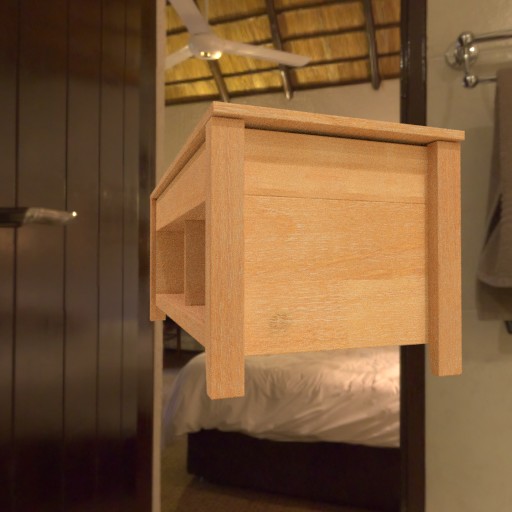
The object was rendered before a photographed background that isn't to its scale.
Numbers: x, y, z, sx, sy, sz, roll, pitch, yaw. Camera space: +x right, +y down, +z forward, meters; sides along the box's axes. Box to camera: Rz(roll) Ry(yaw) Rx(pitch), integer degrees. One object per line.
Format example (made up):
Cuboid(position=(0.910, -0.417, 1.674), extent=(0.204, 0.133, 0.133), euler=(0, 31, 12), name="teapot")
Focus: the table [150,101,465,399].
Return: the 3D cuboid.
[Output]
Cuboid(position=(0.000, 0.000, 1.231), extent=(0.483, 0.457, 1.016), euler=(0, -1, -19), name="table")
